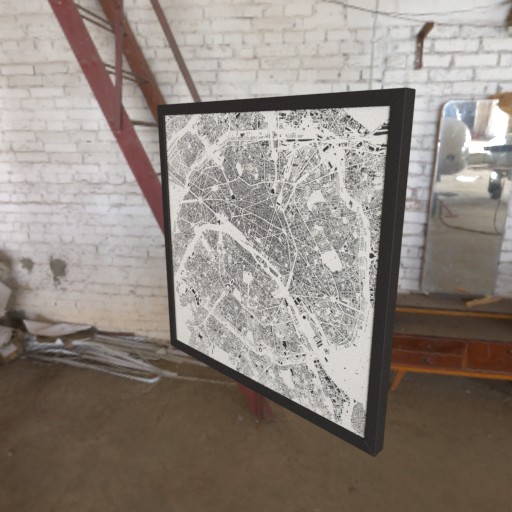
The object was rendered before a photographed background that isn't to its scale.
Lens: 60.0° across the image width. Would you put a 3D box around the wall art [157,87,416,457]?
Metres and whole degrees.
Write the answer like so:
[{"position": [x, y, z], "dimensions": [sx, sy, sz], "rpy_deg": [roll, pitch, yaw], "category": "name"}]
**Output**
[{"position": [0.000, 0.000, 1.138], "dimensions": [0.763, 0.763, 0.037], "rpy_deg": [15, 21, 42], "category": "wall art"}]
